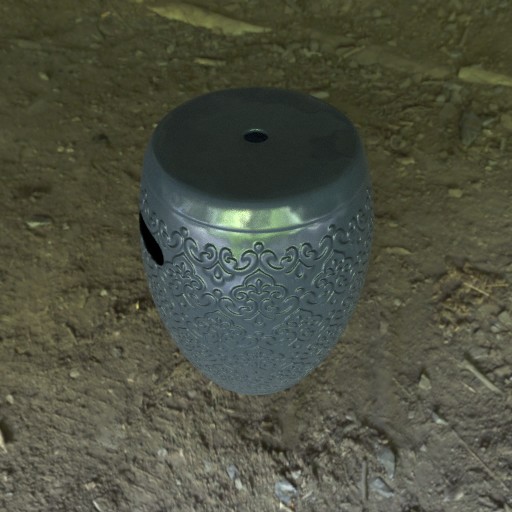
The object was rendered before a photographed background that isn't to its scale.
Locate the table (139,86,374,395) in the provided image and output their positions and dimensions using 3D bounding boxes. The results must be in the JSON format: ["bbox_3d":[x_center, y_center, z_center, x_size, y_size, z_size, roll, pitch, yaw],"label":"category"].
[{"bbox_3d":[0.000,0.000,0.633,0.309,0.397,0.309,0,48,0],"label":"table"}]
